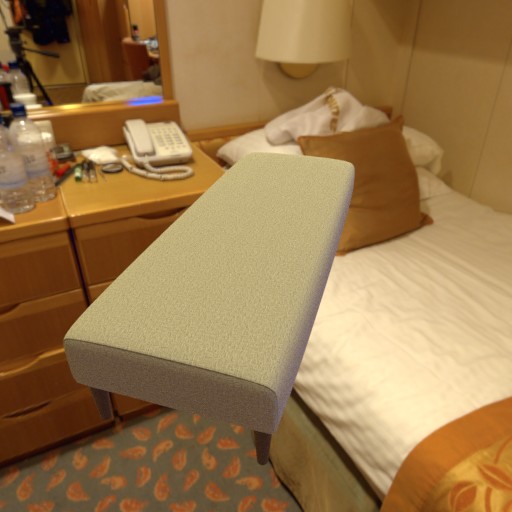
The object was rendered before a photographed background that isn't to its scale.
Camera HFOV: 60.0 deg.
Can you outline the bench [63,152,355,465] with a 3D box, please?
[{"bbox_3d":[0.000,0.000,1.825,0.631,0.383,1.598,9,32,15],"label":"bench"}]
